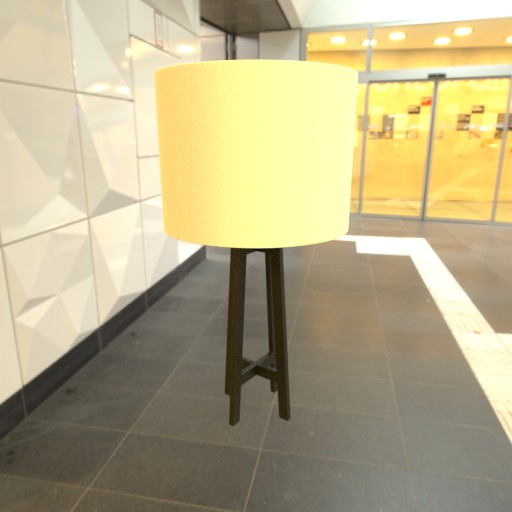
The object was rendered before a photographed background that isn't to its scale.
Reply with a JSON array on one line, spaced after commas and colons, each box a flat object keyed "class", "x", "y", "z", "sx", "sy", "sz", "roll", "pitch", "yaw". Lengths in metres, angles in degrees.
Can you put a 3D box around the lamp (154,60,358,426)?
[{"class": "lamp", "x": 0.000, "y": 0.000, "z": 0.636, "sx": 0.257, "sy": 0.489, "sz": 0.257, "roll": -2, "pitch": 15, "yaw": -8}]
